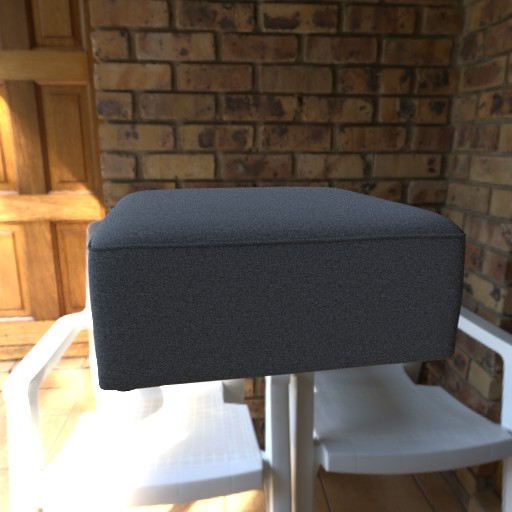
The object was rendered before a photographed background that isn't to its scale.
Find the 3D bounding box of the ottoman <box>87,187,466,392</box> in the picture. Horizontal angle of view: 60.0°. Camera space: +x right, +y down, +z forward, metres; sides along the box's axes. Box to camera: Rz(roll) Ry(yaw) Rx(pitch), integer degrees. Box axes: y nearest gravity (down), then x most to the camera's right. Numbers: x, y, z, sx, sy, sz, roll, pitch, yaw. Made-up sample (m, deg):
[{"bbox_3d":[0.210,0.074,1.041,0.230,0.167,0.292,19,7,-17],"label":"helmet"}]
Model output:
[{"bbox_3d":[0.000,0.000,1.623,1.005,0.464,1.015,-3,14,-11],"label":"ottoman"}]
